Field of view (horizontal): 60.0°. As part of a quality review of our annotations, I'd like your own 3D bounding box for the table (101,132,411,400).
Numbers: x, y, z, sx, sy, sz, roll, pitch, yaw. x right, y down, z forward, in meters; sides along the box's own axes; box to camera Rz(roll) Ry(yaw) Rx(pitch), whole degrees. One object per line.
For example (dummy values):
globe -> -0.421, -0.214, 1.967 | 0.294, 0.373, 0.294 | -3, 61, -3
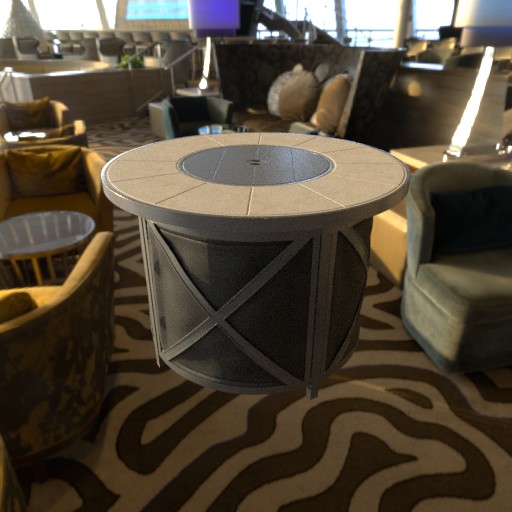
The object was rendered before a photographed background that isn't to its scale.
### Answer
table -> 0.000, 0.000, 1.518 | 0.914, 0.650, 0.914 | 0, 27, 0
